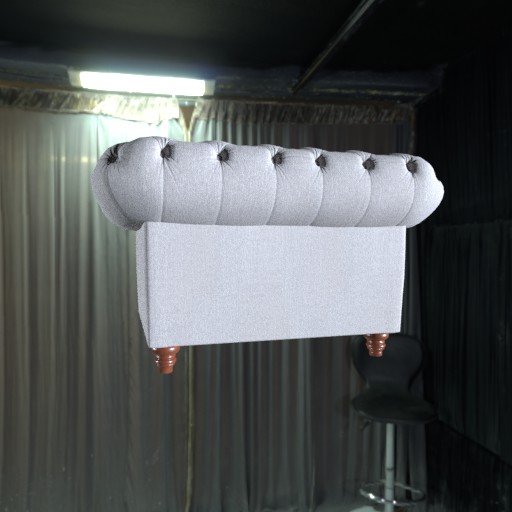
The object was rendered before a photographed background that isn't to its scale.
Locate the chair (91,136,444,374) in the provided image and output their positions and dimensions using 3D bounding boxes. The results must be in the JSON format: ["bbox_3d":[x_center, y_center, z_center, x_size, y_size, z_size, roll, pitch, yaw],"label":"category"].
[{"bbox_3d":[0.000,0.000,1.869,1.270,0.770,0.976,0,1,-17],"label":"chair"}]
